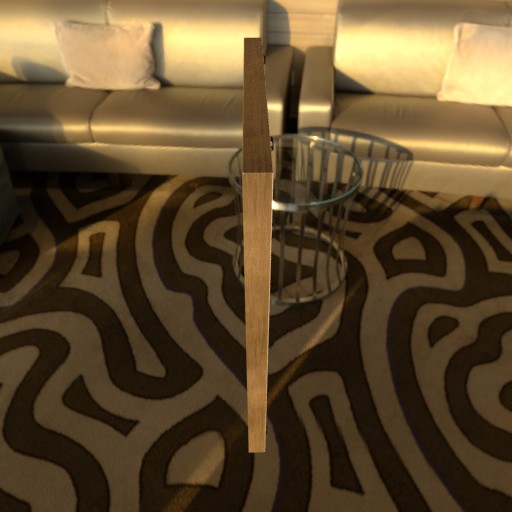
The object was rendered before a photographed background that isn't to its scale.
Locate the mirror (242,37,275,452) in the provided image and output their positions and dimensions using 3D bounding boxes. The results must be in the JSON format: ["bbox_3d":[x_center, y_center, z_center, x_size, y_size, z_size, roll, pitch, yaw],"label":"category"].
[{"bbox_3d":[0.000,0.000,0.928,0.040,0.710,0.507,-1,42,-1],"label":"mirror"}]
